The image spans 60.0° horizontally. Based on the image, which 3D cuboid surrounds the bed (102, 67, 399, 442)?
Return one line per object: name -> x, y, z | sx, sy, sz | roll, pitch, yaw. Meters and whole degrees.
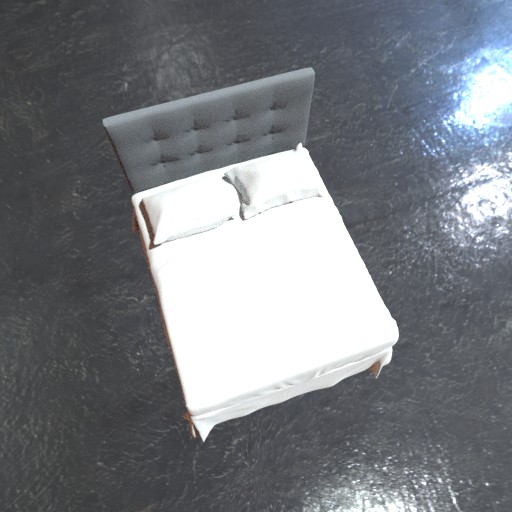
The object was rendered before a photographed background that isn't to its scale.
bed -> 0.000, 0.000, 3.542 | 1.936, 1.577, 2.222 | -17, 65, -8
